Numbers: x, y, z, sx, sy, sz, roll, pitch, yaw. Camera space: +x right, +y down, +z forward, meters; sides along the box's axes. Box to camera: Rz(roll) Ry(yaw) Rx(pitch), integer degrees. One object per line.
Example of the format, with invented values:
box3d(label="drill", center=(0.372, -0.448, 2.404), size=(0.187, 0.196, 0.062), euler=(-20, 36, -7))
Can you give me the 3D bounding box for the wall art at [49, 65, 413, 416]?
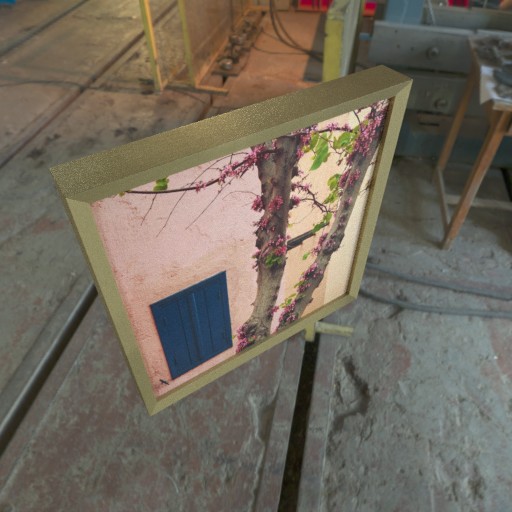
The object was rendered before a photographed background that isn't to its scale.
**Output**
box3d(label="wall art", center=(0.000, 0.000, 0.450), size=(0.304, 0.305, 0.038), euler=(-25, 51, -23))
